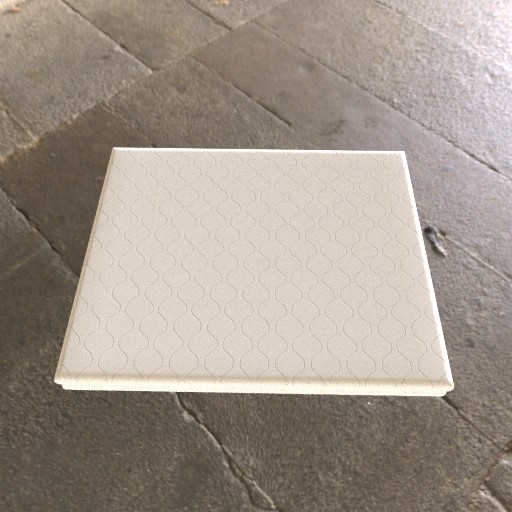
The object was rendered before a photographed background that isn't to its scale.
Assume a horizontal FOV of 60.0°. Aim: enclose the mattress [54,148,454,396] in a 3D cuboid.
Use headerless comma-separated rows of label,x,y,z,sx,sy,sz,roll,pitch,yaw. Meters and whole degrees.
mattress,0.000,0.000,2.685,2.000,0.200,1.600,1,59,1
